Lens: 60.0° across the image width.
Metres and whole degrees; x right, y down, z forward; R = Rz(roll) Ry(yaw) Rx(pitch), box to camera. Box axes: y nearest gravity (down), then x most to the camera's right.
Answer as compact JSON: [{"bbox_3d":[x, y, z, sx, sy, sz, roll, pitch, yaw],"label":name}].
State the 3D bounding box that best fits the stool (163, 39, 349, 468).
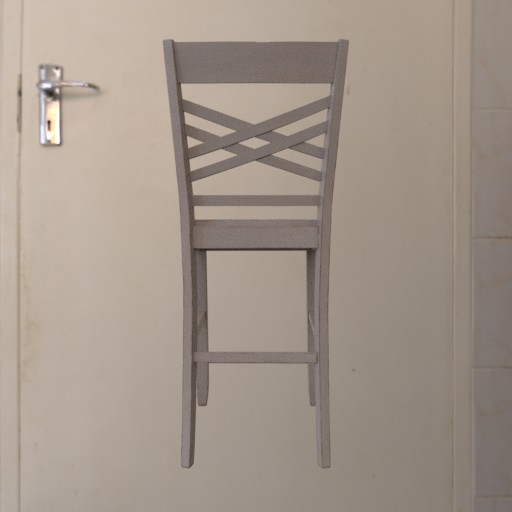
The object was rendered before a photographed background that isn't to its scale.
[{"bbox_3d":[0.000,0.000,1.353,0.462,1.079,0.539,0,0,0],"label":"stool"}]
